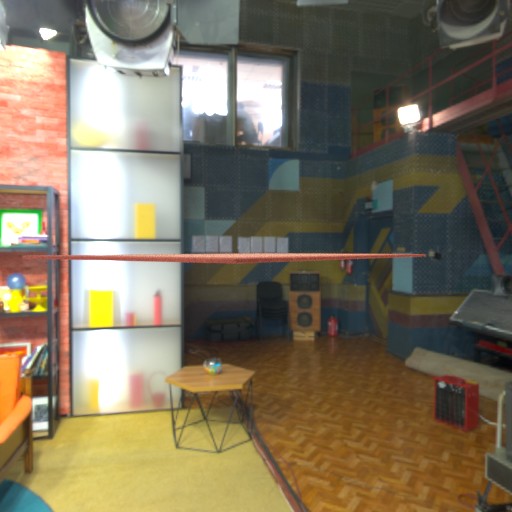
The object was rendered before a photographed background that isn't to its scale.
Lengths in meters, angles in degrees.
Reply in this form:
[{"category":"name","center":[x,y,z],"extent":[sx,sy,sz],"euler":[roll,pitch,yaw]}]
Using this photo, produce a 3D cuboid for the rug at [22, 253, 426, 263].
[{"category":"rug","center":[0.000,0.000,2.323],"extent":[1.219,0.014,1.829],"euler":[1,1,37]}]
